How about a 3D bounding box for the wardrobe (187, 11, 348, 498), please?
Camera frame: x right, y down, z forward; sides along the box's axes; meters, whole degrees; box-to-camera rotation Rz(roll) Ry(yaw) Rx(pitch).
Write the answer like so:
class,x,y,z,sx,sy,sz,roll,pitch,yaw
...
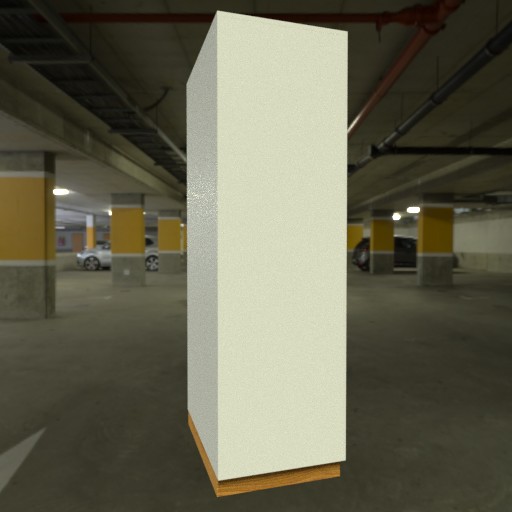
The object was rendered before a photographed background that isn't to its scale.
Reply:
class,x,y,z,sx,sy,sz,roll,pitch,yaw
wardrobe,0.000,0.000,2.345,0.600,2.040,0.860,0,1,-17
